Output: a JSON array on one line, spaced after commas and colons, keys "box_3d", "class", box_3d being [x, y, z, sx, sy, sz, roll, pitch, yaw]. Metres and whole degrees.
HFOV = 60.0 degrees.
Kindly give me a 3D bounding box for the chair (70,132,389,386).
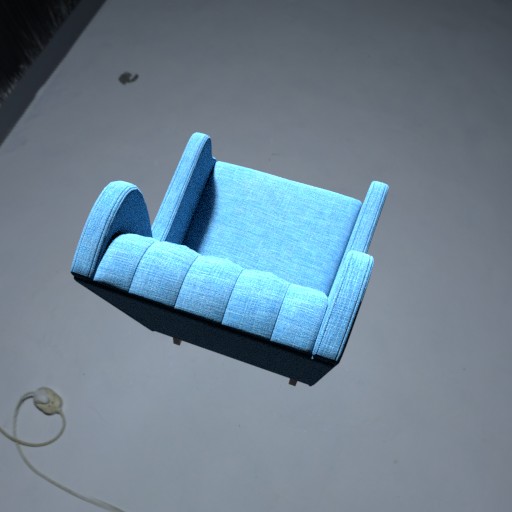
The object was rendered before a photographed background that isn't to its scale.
[{"box_3d": [0.000, 0.000, 1.489, 0.711, 0.952, 0.775, 17, 65, 8], "class": "chair"}]
